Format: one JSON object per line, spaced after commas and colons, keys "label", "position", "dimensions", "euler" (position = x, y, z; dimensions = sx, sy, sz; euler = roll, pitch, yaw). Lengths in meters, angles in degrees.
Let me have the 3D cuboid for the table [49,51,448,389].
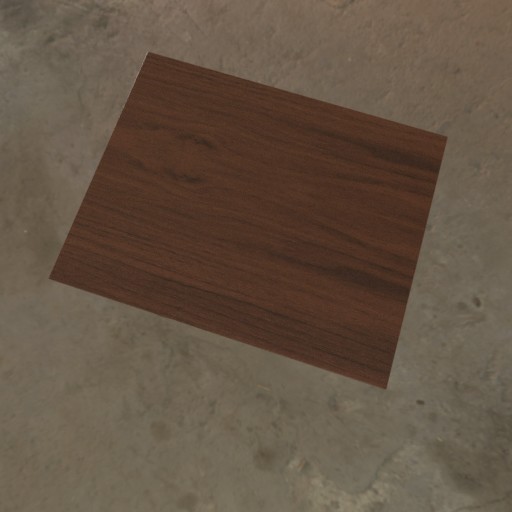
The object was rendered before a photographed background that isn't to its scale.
{"label": "table", "position": [0.000, 0.000, 0.946], "dimensions": [0.480, 0.636, 0.381], "euler": [17, 77, 4]}
